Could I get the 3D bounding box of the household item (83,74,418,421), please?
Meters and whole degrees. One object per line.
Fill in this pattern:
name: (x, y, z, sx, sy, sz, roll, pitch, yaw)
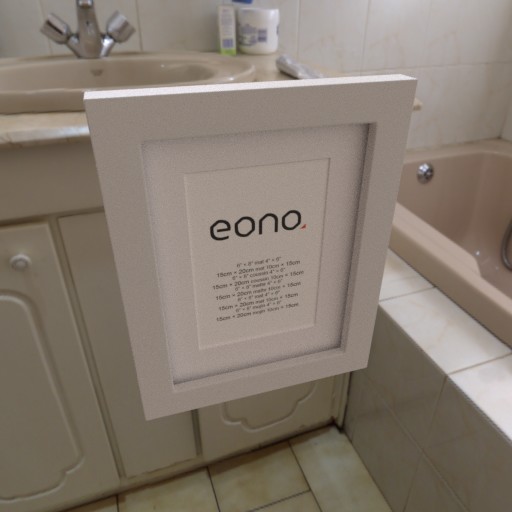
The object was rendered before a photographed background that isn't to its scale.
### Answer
household item: (0.000, 0.000, 0.336, 0.200, 0.250, 0.045, -9, 32, -15)
